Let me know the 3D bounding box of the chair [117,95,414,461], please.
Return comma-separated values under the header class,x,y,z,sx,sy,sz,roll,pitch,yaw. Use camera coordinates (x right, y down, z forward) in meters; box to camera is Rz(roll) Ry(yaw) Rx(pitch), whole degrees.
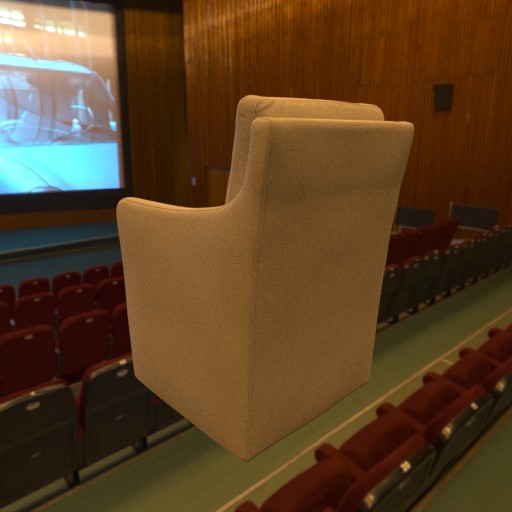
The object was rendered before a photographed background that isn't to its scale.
class,x,y,z,sx,sy,sz,roll,pitch,yaw
chair,0.000,0.000,1.398,0.626,0.914,0.694,-14,21,-41
